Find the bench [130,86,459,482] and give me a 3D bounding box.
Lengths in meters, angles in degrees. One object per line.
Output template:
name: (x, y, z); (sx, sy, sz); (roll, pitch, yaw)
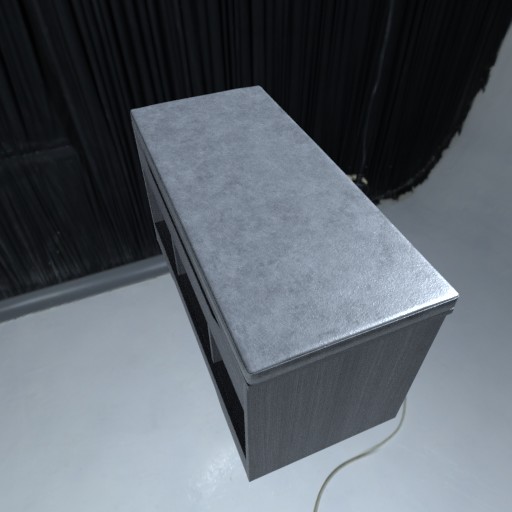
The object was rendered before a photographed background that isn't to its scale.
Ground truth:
bench: (0.000, 0.000, 1.183); (0.401, 0.501, 0.905); (-16, 48, -16)
